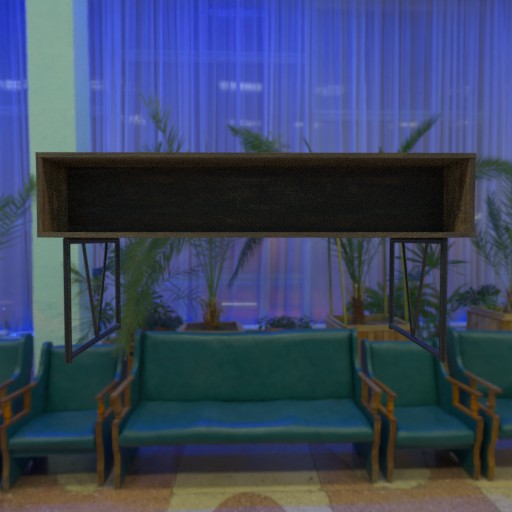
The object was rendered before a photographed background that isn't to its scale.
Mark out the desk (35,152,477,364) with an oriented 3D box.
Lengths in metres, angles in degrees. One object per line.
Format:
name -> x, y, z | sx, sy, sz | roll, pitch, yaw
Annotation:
desk -> 0.000, 0.000, 1.987 | 1.600, 0.780, 0.730 | 0, 2, 0
